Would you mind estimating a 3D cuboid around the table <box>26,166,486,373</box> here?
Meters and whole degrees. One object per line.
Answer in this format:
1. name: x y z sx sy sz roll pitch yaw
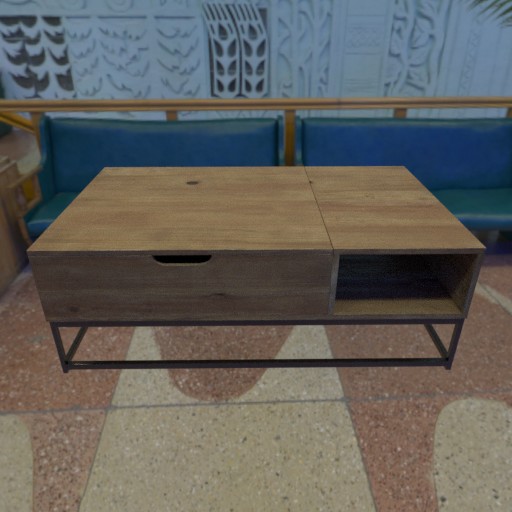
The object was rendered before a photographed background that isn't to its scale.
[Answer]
1. table: 0.000 0.000 1.440 1.101 0.395 0.655 0 29 -1
